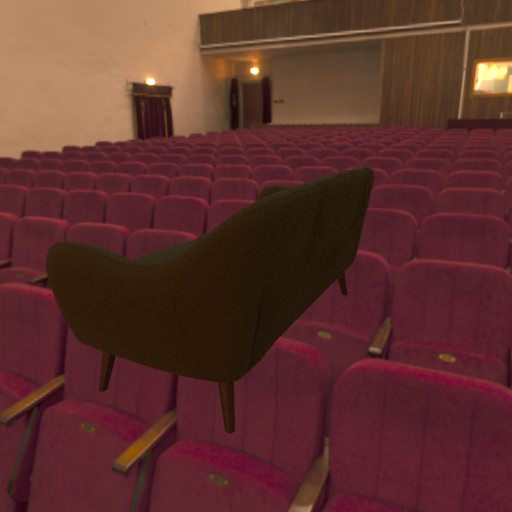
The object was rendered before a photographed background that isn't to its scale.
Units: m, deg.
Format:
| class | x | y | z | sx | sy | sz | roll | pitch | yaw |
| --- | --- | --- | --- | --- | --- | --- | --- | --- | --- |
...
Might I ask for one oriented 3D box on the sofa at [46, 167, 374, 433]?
| class | x | y | z | sx | sy | sz | roll | pitch | yaw |
| --- | --- | --- | --- | --- | --- | --- | --- | --- | --- |
| sofa | 0.000 | 0.000 | 2.219 | 0.820 | 0.836 | 1.840 | 8 | 18 | 25 |
